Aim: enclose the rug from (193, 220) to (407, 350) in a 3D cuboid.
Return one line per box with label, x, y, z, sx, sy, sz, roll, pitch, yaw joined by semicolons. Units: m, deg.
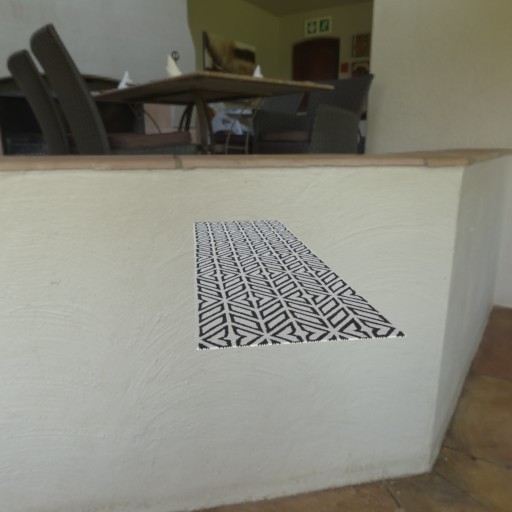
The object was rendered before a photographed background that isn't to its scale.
rug;0.000;0.000;2.702;0.750;0.009;2.435;-2;15;-8
